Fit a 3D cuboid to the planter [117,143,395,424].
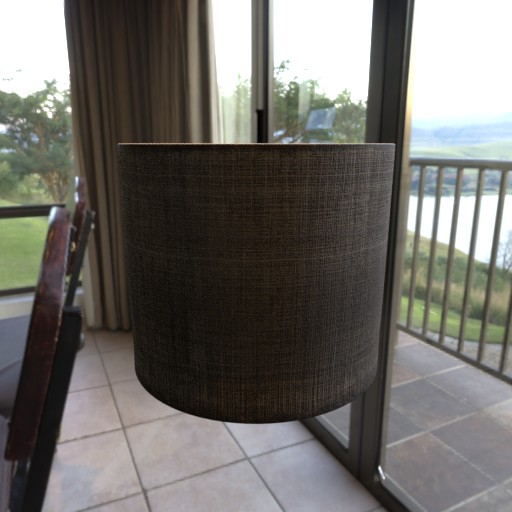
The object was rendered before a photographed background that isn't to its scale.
[{"bbox_3d":[0.000,0.000,0.449,0.254,0.221,0.254,0,14,0],"label":"planter"}]
